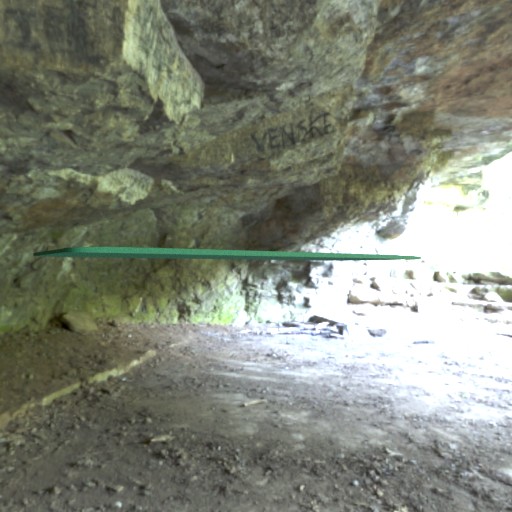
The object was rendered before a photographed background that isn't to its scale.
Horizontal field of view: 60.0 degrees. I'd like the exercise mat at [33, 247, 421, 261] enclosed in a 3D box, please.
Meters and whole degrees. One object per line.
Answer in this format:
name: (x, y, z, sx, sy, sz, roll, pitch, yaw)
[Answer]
exercise mat: (0.000, 0.000, 2.134, 1.869, 0.021, 0.616, 1, -2, -36)
